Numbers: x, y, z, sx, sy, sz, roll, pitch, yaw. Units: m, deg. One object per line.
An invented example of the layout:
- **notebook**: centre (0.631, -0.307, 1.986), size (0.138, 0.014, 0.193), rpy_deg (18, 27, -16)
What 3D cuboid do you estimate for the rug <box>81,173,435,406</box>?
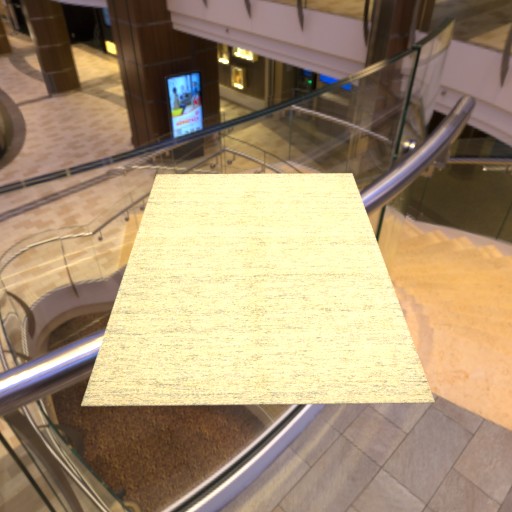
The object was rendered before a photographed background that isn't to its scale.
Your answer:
- **rug**: centre (0.000, 0.000, 4.279), size (2.437, 0.014, 3.201), rpy_deg (0, 40, 0)
